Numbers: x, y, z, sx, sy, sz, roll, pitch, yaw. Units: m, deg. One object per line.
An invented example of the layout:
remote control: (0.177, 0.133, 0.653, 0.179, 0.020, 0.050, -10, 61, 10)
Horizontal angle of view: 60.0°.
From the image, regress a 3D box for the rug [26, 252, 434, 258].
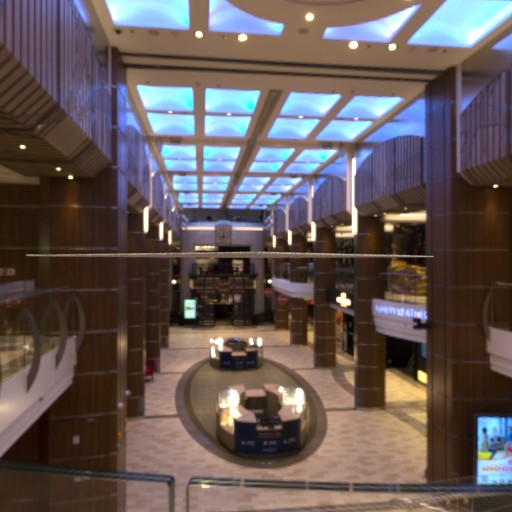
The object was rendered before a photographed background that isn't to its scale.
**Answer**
rug: (0.000, 0.000, 4.277, 2.437, 0.014, 3.201, 0, -1, 37)
